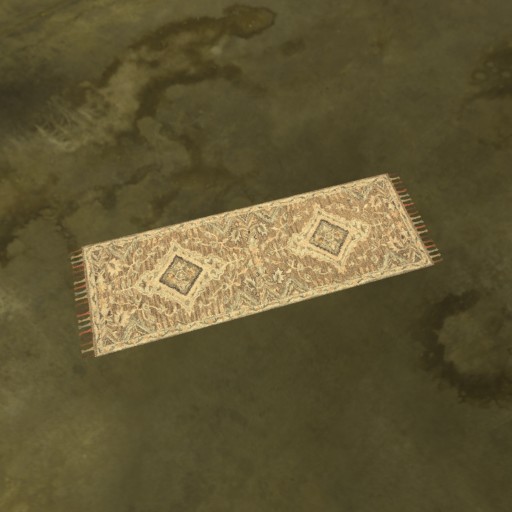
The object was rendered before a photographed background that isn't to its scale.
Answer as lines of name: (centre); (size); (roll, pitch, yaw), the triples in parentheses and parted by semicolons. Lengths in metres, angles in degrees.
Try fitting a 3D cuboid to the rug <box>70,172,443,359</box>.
rug: (0.000, 0.000, 2.825); (2.378, 0.018, 1.324); (0, 63, 0)
